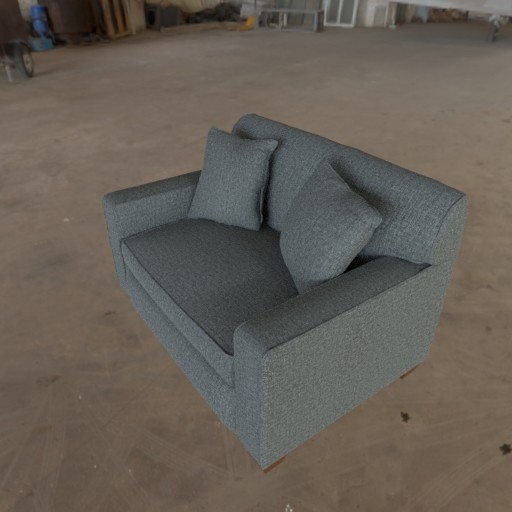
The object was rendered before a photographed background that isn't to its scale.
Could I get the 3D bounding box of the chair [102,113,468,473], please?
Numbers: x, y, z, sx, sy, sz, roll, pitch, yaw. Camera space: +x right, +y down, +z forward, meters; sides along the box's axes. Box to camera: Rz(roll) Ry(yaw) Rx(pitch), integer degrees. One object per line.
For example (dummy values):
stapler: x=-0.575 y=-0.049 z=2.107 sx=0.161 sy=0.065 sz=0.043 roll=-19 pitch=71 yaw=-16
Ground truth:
chair: x=0.000 y=0.000 z=2.055 sx=1.000 sy=0.948 sz=1.383 roll=-21 pitch=38 yaw=-29
